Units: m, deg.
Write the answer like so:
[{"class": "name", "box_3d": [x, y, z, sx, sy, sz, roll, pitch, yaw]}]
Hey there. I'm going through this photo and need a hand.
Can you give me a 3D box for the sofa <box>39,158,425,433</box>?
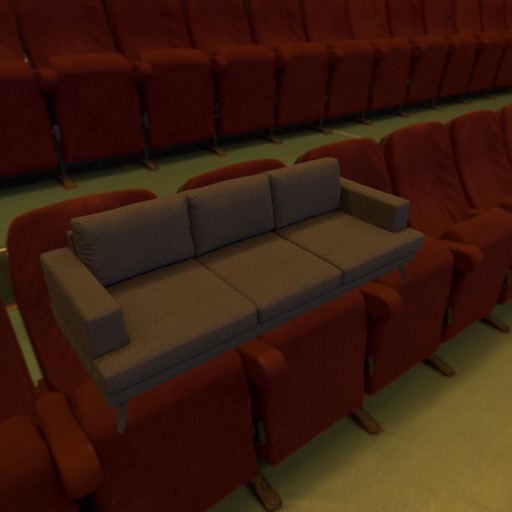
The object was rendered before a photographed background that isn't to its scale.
[{"class": "sofa", "box_3d": [0.000, 0.000, 2.790, 2.310, 0.810, 0.920, -20, 34, -32]}]
